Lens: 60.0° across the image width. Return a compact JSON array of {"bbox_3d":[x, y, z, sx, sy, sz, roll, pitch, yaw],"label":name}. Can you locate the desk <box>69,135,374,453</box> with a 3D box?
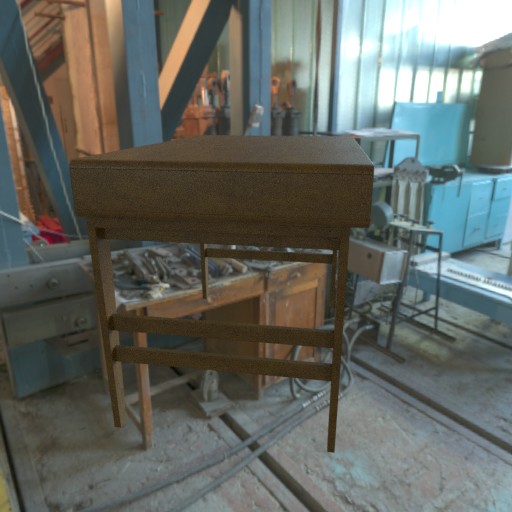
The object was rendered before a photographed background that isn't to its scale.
[{"bbox_3d":[0.000,0.000,1.540,0.660,0.754,1.066,3,18,9],"label":"desk"}]
